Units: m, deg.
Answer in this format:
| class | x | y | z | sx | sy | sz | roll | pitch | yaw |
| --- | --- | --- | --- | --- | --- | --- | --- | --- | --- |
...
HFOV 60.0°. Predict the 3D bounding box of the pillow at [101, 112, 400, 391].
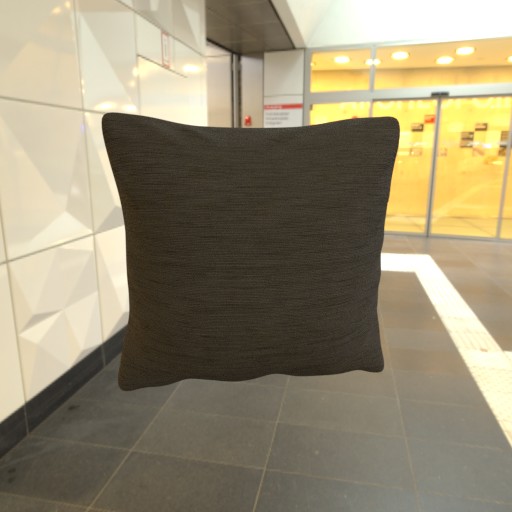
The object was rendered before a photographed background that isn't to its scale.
| class | x | y | z | sx | sy | sz | roll | pitch | yaw |
| --- | --- | --- | --- | --- | --- | --- | --- | --- | --- |
| pillow | 0.000 | 0.000 | 0.675 | 0.432 | 0.414 | 0.246 | -2 | 13 | -8 |
